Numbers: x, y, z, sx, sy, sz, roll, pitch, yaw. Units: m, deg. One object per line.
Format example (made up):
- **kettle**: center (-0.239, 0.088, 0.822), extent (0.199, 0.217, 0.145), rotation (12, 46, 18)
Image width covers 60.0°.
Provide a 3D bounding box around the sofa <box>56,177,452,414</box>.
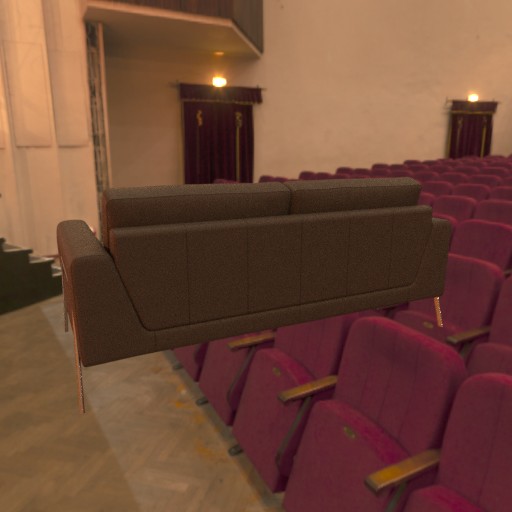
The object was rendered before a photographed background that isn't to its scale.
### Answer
- **sofa**: center (0.000, 0.000, 2.499), extent (2.017, 0.875, 0.953), rotation (-7, 15, -25)
